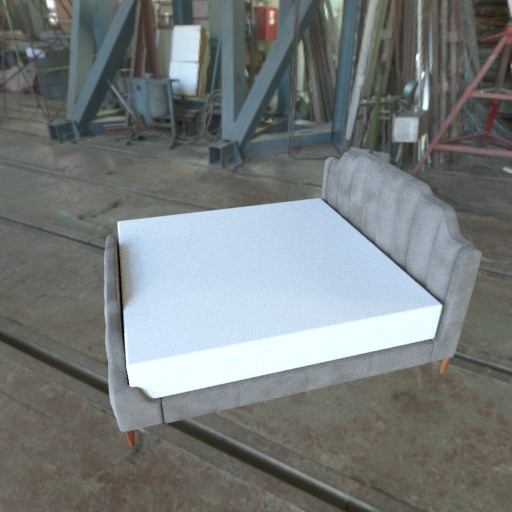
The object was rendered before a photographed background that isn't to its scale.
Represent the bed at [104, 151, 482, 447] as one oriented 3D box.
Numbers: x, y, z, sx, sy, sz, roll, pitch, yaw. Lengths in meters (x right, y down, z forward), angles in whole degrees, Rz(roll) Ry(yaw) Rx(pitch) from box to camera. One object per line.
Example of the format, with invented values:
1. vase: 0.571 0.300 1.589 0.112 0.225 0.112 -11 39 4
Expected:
1. bed: 0.000 0.000 3.510 2.340 1.245 2.074 -8 30 -14
